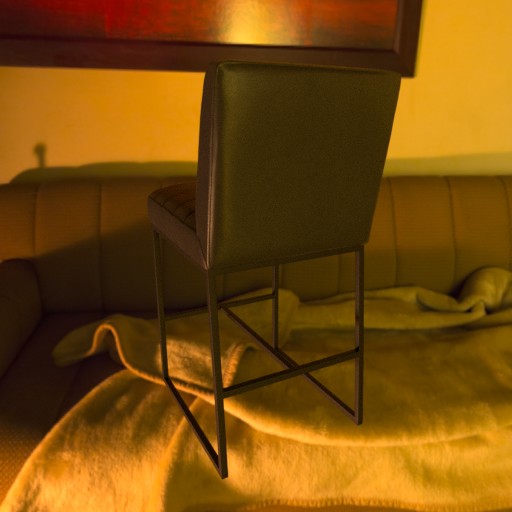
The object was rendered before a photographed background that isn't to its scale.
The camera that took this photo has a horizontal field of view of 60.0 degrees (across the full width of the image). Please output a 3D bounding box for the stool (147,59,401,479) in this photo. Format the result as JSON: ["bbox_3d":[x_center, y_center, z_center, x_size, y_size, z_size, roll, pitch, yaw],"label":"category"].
[{"bbox_3d":[0.000,0.000,1.228,0.457,0.938,0.552,-9,19,-27],"label":"stool"}]
